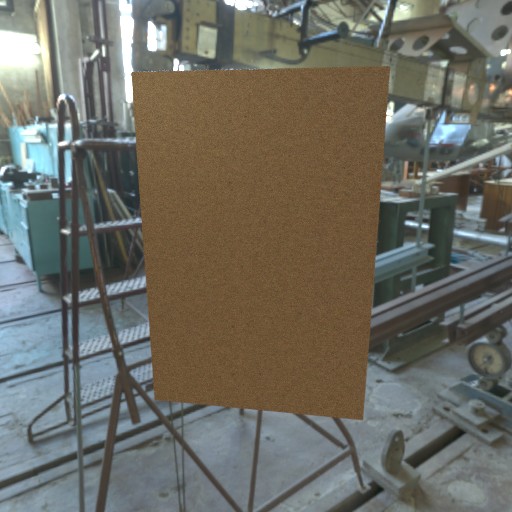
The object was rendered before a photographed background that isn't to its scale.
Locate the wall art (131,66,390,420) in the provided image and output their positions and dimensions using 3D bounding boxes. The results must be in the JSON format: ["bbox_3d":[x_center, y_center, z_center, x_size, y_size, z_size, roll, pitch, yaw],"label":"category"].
[{"bbox_3d":[0.000,0.000,1.173,0.610,0.914,0.037,3,16,9],"label":"wall art"}]
